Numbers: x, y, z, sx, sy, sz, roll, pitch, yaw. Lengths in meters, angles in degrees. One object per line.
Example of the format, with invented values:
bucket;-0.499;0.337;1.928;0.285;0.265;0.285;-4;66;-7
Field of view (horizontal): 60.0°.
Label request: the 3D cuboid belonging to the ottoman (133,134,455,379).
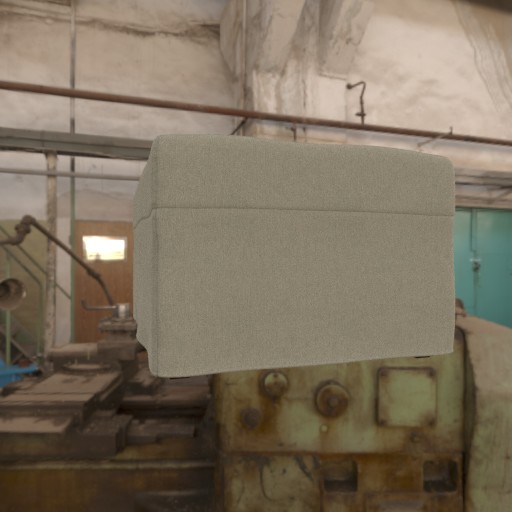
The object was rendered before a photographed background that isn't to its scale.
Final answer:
ottoman;0.000;0.000;1.237;0.648;0.461;0.833;0;0;-18
